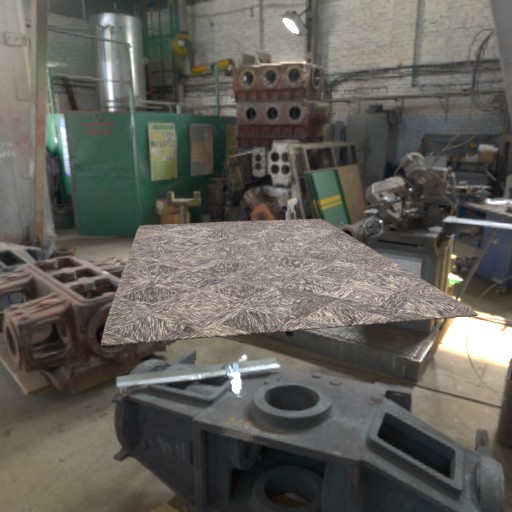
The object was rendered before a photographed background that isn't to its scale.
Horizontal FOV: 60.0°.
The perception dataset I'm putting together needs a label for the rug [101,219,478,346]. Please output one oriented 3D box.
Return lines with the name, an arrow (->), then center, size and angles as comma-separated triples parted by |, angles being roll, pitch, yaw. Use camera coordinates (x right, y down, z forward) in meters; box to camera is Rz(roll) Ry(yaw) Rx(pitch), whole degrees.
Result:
rug -> 0.000, 0.000, 5.289 | 2.997, 0.020, 4.093 | -3, 16, -10
